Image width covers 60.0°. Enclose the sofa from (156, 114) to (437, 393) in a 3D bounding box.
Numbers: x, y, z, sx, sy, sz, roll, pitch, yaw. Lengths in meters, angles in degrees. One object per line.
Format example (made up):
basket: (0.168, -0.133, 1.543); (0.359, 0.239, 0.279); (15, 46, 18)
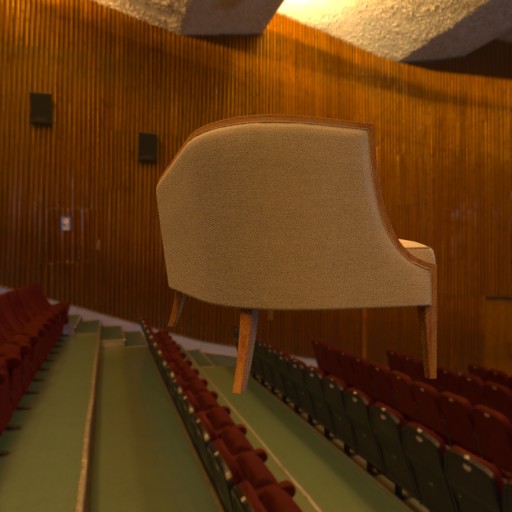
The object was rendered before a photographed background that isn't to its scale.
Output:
sofa: (0.000, 0.000, 1.953); (0.770, 0.775, 1.474); (0, -1, -19)
